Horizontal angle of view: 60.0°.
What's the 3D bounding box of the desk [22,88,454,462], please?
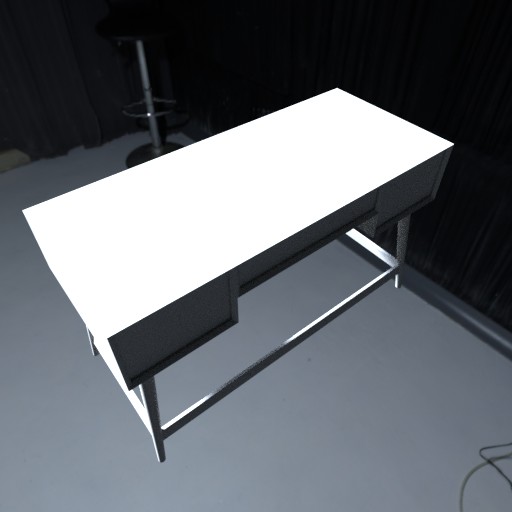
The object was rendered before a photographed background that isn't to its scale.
[{"bbox_3d":[0.000,0.000,1.707,1.313,0.762,0.589,-29,52,-26],"label":"desk"}]
